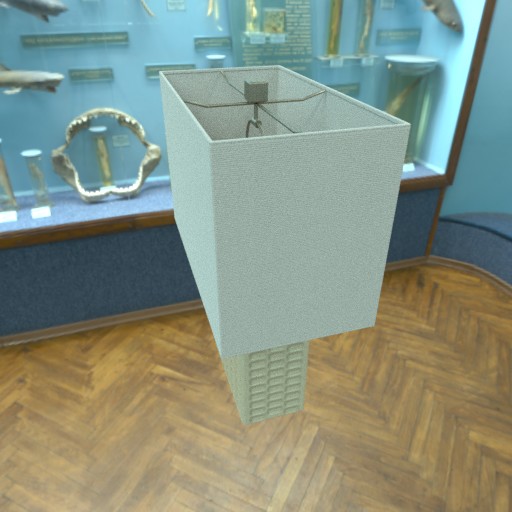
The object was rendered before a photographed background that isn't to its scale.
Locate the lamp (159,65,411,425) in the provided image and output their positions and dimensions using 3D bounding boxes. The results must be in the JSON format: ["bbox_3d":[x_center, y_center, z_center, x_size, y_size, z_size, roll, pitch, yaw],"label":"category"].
[{"bbox_3d":[0.000,0.000,0.688,0.200,0.515,0.380,-9,33,-14],"label":"lamp"}]
